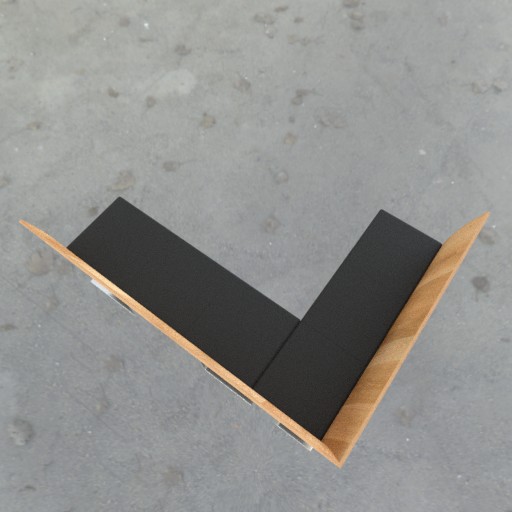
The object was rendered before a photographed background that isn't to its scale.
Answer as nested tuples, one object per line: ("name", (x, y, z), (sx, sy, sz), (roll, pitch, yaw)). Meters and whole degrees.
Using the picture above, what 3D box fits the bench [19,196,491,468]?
("bench", (0.000, 0.000, 2.718), (1.945, 0.930, 1.495), (33, 69, 15))
